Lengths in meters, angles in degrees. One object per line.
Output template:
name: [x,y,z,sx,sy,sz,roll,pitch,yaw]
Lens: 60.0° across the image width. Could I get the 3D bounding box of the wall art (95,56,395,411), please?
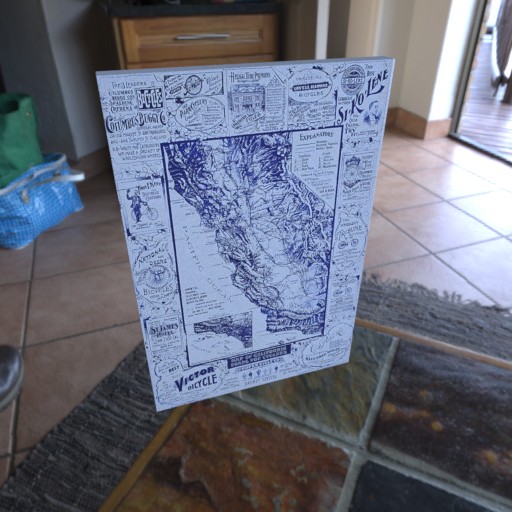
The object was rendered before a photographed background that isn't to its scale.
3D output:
wall art: [0.000,0.000,0.938,0.511,0.753,0.039,-10,34,-15]
